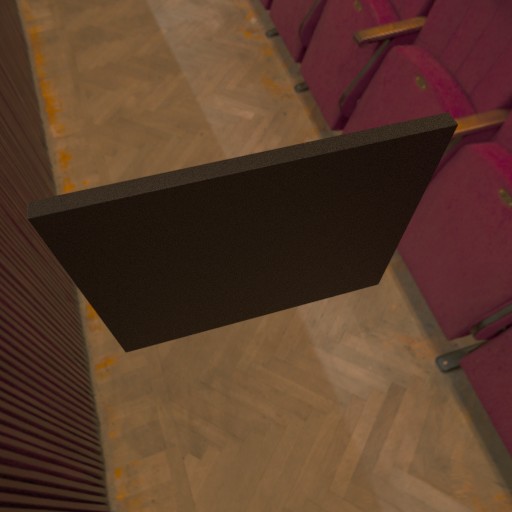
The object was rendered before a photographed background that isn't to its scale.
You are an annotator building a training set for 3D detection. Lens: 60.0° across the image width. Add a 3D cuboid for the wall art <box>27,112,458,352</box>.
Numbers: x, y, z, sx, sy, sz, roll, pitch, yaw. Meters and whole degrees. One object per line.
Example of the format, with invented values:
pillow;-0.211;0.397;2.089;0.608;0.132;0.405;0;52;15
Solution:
wall art;0.000;0.000;0.751;0.558;0.457;0.031;-14;59;-8
